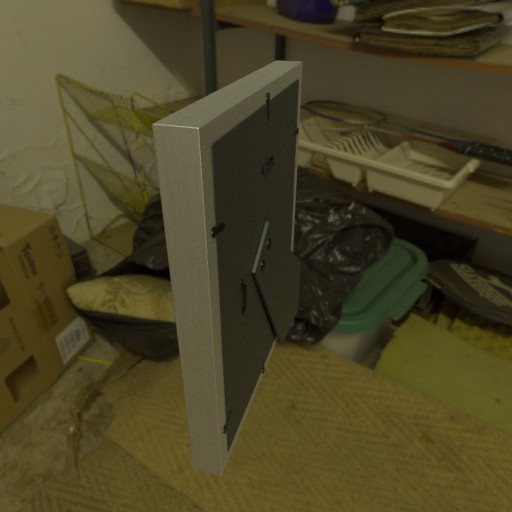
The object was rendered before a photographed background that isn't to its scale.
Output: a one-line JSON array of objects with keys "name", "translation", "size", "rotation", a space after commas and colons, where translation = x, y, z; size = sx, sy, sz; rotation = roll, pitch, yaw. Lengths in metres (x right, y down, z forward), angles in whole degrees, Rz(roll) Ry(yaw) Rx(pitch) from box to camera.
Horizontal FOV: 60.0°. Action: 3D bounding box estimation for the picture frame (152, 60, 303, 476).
[{"name": "picture frame", "translation": [0.000, 0.000, 0.384], "size": [0.036, 0.282, 0.233], "rotation": [9, 32, 15]}]
